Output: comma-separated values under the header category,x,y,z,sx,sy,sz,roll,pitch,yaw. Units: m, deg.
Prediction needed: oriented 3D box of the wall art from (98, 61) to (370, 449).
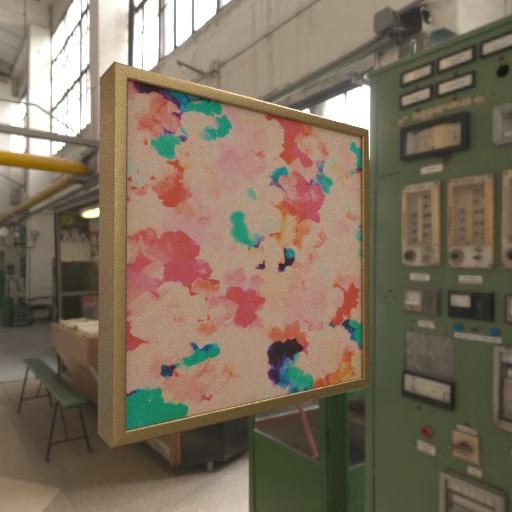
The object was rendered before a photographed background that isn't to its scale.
category,x,y,z,sx,sy,sz,roll,pitch,yaw
wall art,0.000,0.000,0.452,0.304,0.305,0.038,1,-1,-36
